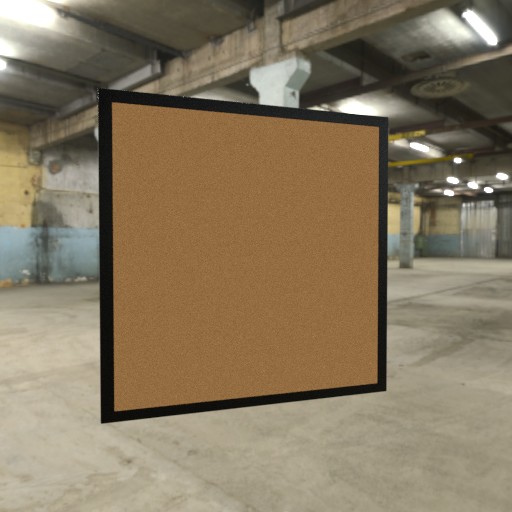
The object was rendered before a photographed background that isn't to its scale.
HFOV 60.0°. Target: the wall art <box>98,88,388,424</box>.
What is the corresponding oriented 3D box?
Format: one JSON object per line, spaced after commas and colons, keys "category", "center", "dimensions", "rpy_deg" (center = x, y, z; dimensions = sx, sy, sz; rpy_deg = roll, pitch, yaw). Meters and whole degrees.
{"category": "wall art", "center": [0.000, 0.000, 1.133], "dimensions": [0.755, 0.761, 0.038], "rpy_deg": [0, 1, -18]}
